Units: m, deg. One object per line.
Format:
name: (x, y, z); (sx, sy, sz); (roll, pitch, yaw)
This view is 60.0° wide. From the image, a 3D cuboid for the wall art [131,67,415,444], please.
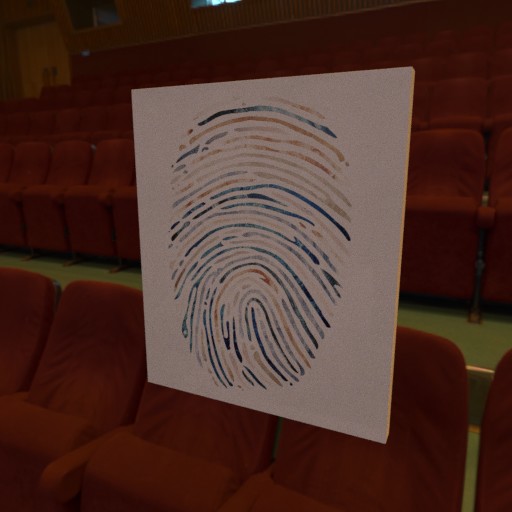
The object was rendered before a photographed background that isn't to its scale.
wall art: (0.000, 0.000, 0.816); (0.508, 0.606, 0.037); (6, 14, 25)
